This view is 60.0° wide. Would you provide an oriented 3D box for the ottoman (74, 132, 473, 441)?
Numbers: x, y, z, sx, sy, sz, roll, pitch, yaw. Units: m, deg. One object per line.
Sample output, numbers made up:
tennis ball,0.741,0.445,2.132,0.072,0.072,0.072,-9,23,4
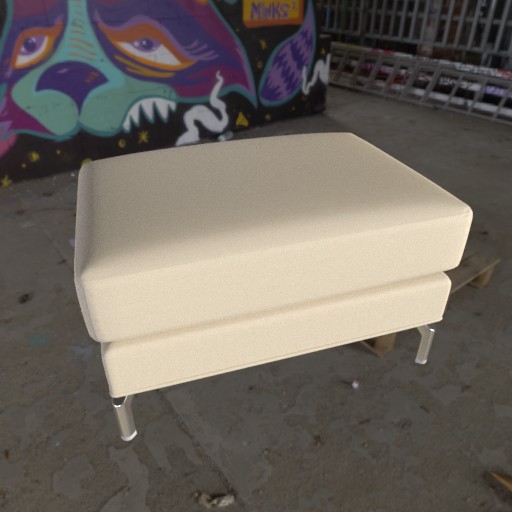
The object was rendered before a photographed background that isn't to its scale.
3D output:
ottoman,0.000,0.000,1.184,0.835,0.497,0.581,-10,34,-15
